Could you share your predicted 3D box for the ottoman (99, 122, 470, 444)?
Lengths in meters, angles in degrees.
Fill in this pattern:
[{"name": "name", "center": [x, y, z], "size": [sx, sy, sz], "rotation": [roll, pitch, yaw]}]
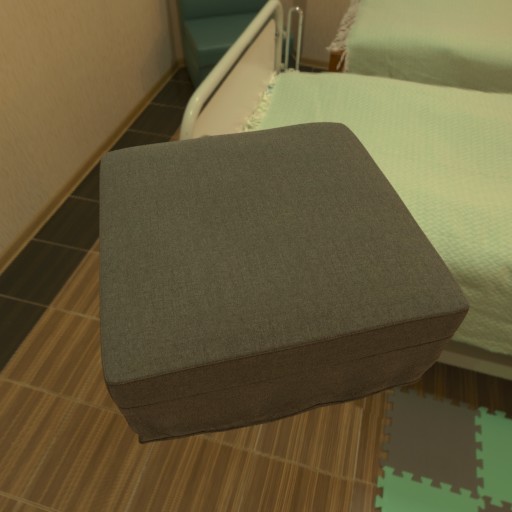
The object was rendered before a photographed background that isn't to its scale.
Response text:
[{"name": "ottoman", "center": [0.000, 0.000, 1.325], "size": [0.843, 0.436, 0.840], "rotation": [-10, 48, -9]}]
